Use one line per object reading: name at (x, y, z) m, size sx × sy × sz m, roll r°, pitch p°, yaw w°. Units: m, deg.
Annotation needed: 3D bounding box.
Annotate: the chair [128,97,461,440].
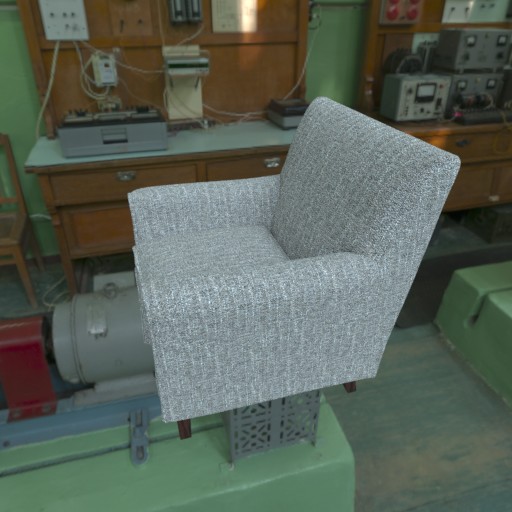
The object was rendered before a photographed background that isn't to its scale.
chair at (0.000, 0.000, 1.628) m, size 0.873 × 0.928 × 0.864 m, roll -9°, pitch 32°, yaw -15°
